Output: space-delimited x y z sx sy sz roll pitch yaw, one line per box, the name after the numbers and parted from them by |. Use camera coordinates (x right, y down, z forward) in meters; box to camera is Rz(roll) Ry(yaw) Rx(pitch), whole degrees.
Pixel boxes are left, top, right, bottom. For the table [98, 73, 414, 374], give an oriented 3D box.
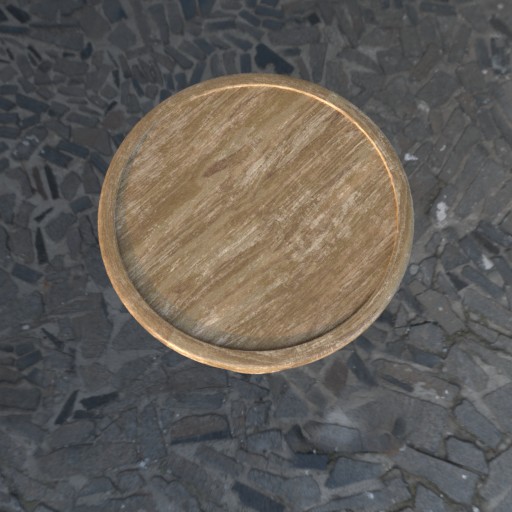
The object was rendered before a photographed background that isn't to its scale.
0.000 0.000 0.796 0.407 0.482 0.407 0 75 0 | table
